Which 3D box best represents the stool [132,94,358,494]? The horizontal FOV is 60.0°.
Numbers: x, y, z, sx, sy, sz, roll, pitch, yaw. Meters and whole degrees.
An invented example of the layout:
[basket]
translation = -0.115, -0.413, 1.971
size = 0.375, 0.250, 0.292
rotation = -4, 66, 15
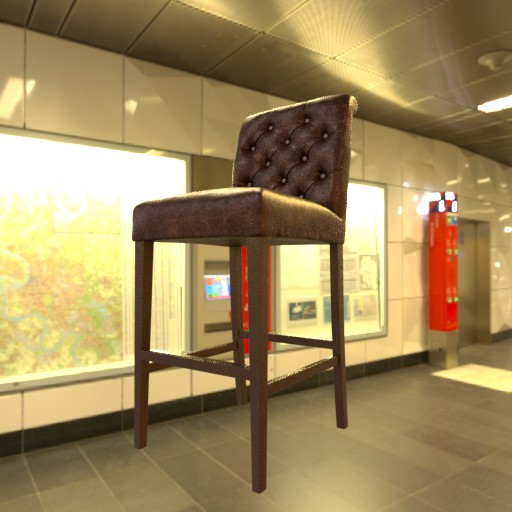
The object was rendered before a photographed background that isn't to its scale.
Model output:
[stool]
translation = 0.000, 0.000, 1.473
size = 0.483, 1.168, 0.659
rotation = 0, -1, 35
